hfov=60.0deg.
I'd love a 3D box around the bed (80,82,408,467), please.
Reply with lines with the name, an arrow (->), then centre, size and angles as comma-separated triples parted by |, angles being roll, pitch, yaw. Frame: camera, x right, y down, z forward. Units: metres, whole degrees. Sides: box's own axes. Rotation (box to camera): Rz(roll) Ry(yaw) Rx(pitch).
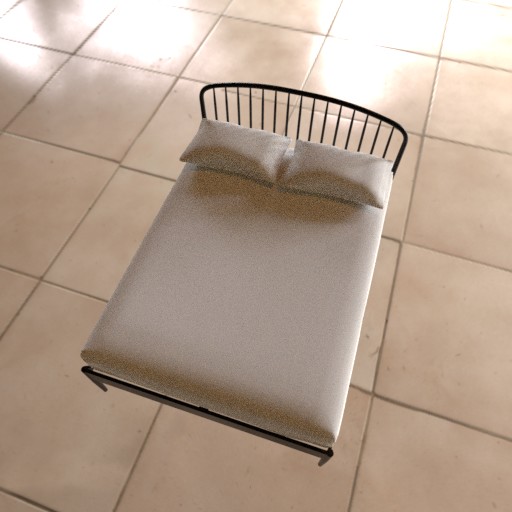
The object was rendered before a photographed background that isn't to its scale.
bed -> 0.000, 0.000, 3.083 | 1.618, 1.166, 2.159 | 15, 59, 9
